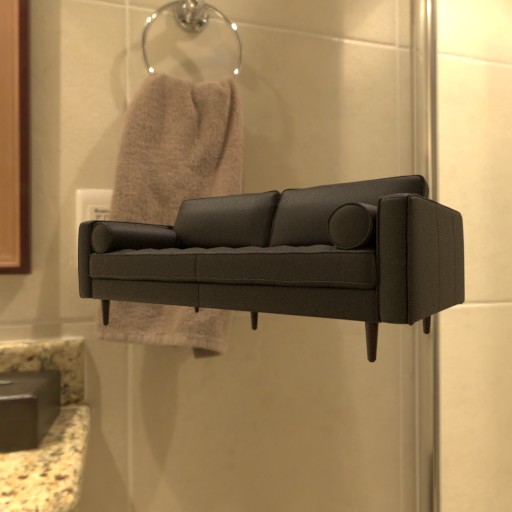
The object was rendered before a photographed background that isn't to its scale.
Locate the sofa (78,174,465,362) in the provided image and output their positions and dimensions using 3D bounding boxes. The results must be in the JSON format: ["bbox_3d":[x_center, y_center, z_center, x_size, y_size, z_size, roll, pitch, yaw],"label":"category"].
[{"bbox_3d":[0.000,0.000,2.323,1.879,0.770,0.921,0,-1,35],"label":"sofa"}]
